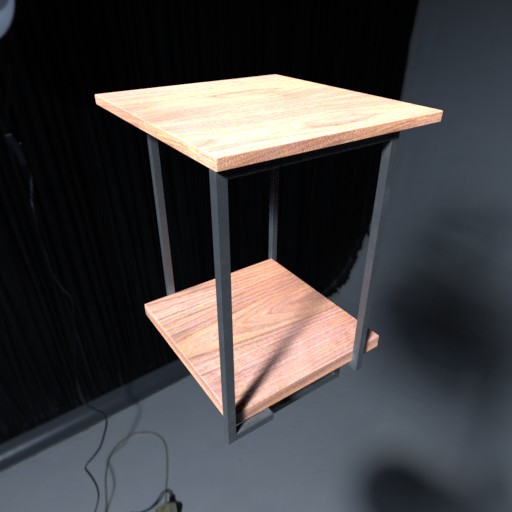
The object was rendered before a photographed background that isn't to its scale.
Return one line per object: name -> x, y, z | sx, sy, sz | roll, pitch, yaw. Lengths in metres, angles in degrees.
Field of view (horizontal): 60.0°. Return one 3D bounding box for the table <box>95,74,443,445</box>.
table -> 0.000, 0.000, 0.845 | 0.384, 0.567, 0.411 | -19, 36, -29
